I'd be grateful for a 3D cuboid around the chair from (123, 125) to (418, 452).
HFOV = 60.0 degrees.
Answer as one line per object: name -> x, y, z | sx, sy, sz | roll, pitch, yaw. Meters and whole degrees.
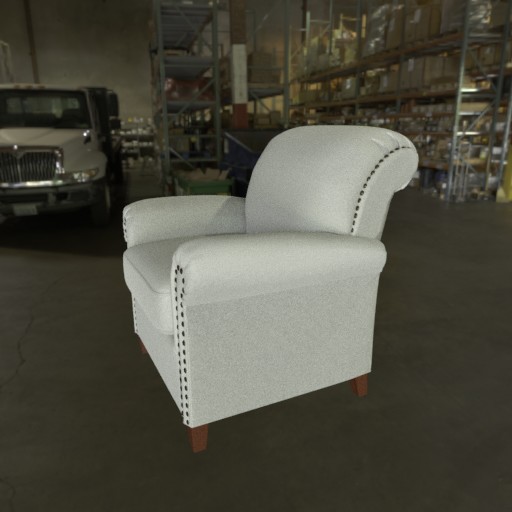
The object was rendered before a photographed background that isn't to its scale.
chair -> 0.000, 0.000, 1.640 | 0.890, 0.927, 0.854 | -8, 18, -25
